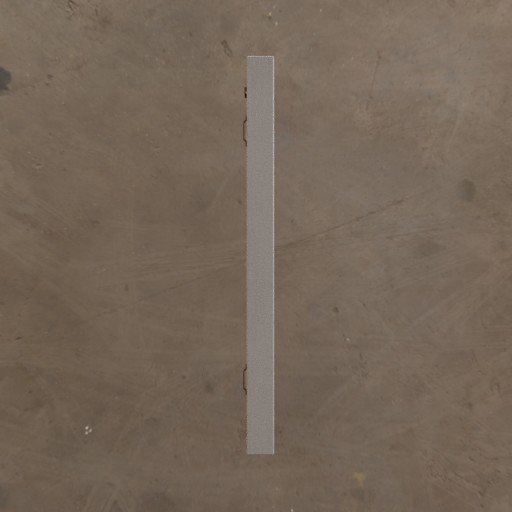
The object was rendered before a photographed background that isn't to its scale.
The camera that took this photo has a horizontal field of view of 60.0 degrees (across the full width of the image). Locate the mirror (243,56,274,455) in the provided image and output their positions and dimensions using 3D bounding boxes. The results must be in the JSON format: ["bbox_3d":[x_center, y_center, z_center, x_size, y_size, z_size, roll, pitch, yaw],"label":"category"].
[{"bbox_3d":[0.000,0.000,0.918,0.039,0.710,0.507,0,90,-1],"label":"mirror"}]
